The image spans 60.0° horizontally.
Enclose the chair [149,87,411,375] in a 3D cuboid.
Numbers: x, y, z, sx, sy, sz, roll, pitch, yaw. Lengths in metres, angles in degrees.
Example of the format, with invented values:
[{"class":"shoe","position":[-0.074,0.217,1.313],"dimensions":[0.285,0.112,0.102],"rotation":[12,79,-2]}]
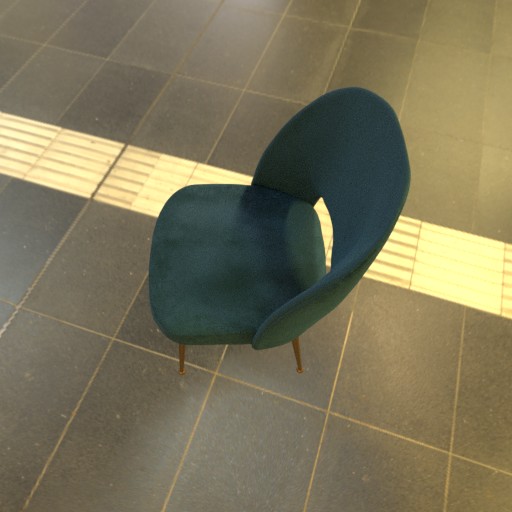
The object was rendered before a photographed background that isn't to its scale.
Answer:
[{"class":"chair","position":[0.000,0.000,1.217],"dimensions":[0.577,0.860,0.527],"rotation":[-1,59,0]}]
